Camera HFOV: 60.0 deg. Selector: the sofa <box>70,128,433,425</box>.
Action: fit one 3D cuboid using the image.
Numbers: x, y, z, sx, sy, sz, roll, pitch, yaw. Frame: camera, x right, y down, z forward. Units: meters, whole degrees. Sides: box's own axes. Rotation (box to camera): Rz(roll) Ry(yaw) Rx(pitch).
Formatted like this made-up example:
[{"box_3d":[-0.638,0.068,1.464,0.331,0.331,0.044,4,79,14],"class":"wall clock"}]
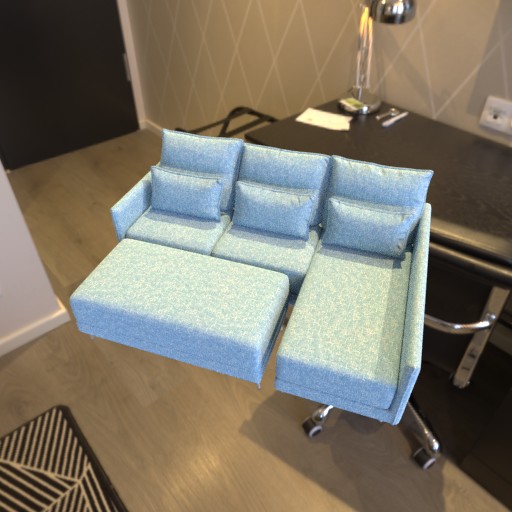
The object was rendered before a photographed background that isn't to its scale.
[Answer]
[{"box_3d":[0.000,0.000,2.843,2.034,0.899,1.420,12,42,14],"class":"sofa"}]
